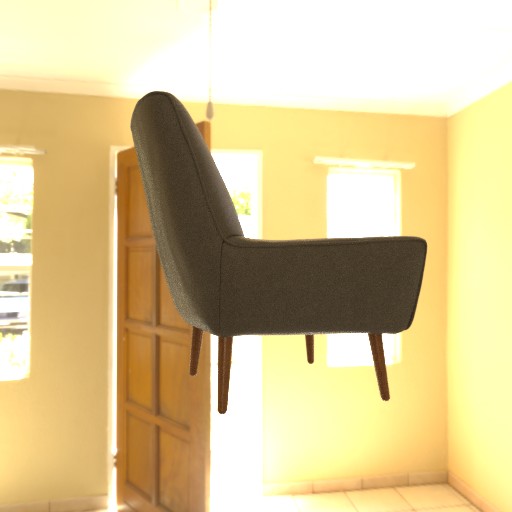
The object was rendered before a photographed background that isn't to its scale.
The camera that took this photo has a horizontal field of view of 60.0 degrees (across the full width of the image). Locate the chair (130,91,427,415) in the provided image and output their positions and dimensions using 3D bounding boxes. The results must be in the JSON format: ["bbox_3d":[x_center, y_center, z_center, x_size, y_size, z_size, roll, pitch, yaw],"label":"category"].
[{"bbox_3d":[0.000,0.000,1.505,0.822,0.888,0.787,0,-1,-19],"label":"chair"}]
